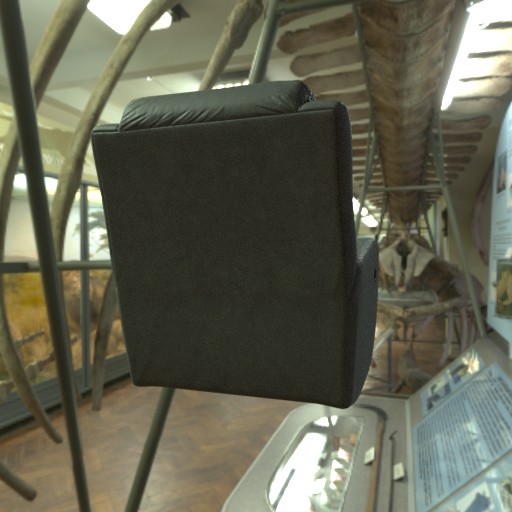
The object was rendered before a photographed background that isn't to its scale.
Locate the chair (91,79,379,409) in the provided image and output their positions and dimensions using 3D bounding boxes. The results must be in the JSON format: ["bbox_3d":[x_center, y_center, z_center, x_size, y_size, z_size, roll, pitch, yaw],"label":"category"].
[{"bbox_3d":[0.000,0.000,1.889,0.965,1.116,1.068,0,0,19],"label":"chair"}]
